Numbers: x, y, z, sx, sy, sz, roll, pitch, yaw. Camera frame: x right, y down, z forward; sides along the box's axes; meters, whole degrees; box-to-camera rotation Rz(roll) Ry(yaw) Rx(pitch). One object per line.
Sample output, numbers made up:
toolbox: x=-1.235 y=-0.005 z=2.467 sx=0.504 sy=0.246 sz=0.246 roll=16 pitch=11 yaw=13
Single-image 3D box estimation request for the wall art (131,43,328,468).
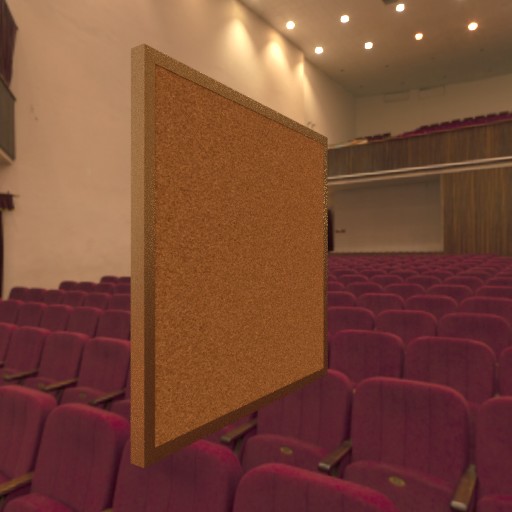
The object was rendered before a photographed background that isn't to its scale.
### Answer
wall art: x=0.000 y=0.000 z=1.124 sx=0.036 sy=0.765 sz=0.767 roll=0 pitch=0 yaw=34
